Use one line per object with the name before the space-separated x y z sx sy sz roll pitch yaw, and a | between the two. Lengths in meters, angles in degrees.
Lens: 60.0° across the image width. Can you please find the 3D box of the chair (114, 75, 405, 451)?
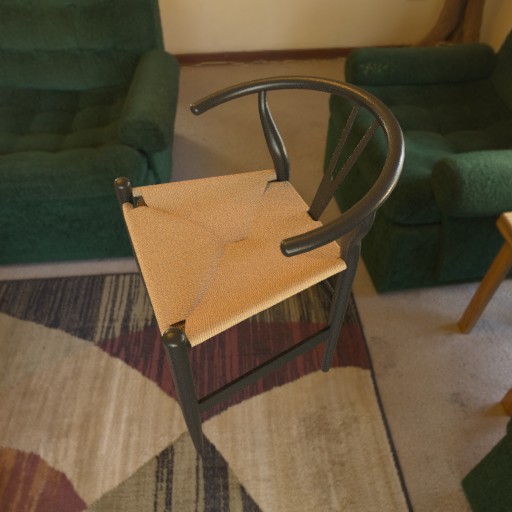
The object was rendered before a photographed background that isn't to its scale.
chair | 0.000 0.000 1.125 0.570 0.739 0.570 -16 48 -16
